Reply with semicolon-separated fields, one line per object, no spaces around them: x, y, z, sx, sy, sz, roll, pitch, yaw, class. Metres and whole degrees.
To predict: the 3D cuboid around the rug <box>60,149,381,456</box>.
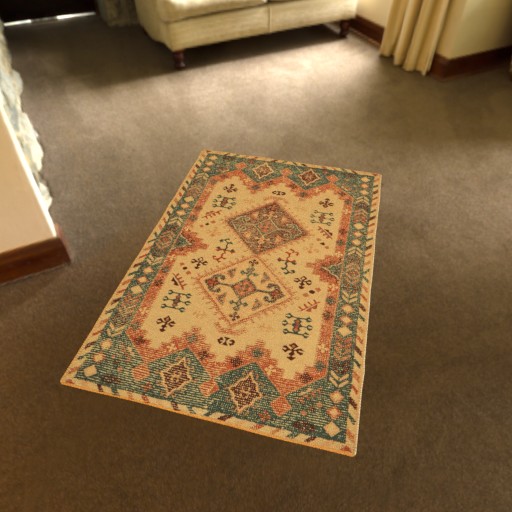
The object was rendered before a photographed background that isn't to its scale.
0.000;0.000;2.356;1.225;0.015;1.840;10;46;10;rug
